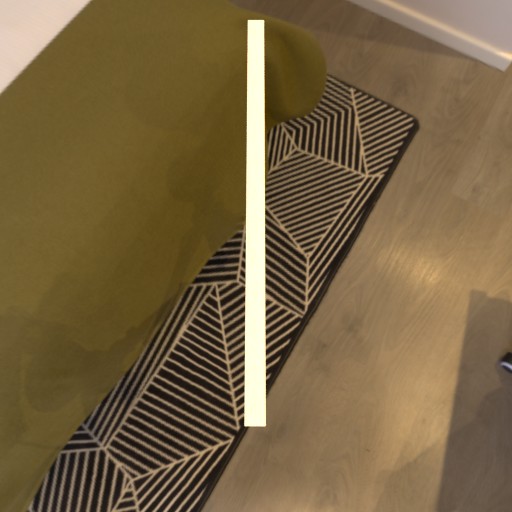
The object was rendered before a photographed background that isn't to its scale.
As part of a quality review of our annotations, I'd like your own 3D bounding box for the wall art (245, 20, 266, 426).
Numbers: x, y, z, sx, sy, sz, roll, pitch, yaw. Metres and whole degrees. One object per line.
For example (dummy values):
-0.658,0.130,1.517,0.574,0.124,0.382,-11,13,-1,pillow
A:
0.000,0.000,1.529,0.045,1.016,1.016,0,74,0,wall art
